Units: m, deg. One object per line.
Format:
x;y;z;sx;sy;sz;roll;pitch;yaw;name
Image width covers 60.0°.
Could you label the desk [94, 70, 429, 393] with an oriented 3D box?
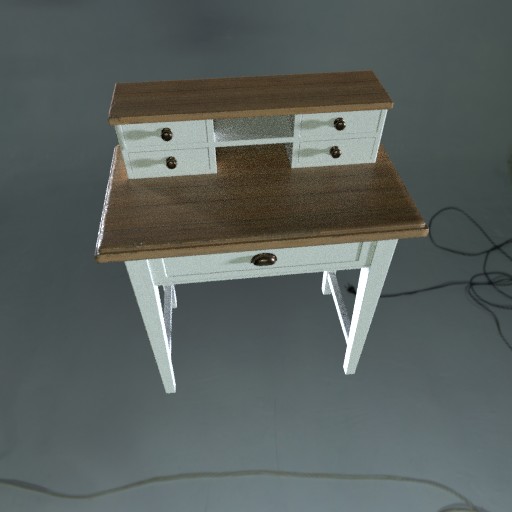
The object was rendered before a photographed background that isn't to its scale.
0.000;0.000;1.436;0.814;0.981;0.462;-5;47;-4;desk
